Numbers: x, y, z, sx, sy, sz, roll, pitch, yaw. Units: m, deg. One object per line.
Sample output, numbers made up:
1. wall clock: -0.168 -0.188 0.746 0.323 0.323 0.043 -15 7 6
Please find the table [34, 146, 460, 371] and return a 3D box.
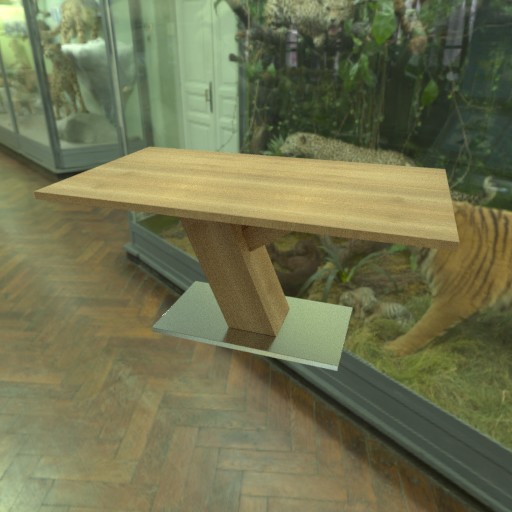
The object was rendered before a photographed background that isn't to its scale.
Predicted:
1. table: 0.000 0.000 2.117 1.600 0.750 0.900 8 27 17
